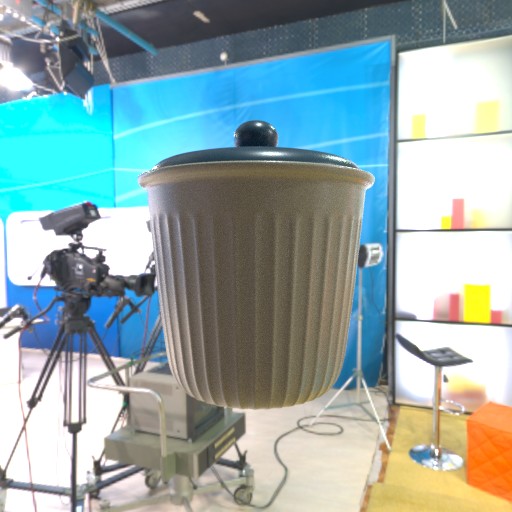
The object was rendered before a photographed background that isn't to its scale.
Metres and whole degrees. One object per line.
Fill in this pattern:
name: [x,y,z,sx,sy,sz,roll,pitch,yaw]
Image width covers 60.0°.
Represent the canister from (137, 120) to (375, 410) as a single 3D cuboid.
canister: [0.000,0.000,0.351,0.181,0.211,0.181,0,2,0]
